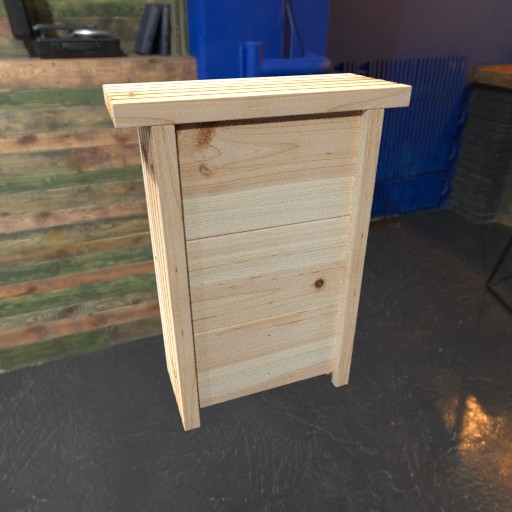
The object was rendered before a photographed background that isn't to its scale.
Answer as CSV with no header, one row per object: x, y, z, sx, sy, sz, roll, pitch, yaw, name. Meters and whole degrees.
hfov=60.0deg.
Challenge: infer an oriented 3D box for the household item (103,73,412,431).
0.000,0.000,0.561,0.301,0.407,0.123,-10,30,-18,household item
